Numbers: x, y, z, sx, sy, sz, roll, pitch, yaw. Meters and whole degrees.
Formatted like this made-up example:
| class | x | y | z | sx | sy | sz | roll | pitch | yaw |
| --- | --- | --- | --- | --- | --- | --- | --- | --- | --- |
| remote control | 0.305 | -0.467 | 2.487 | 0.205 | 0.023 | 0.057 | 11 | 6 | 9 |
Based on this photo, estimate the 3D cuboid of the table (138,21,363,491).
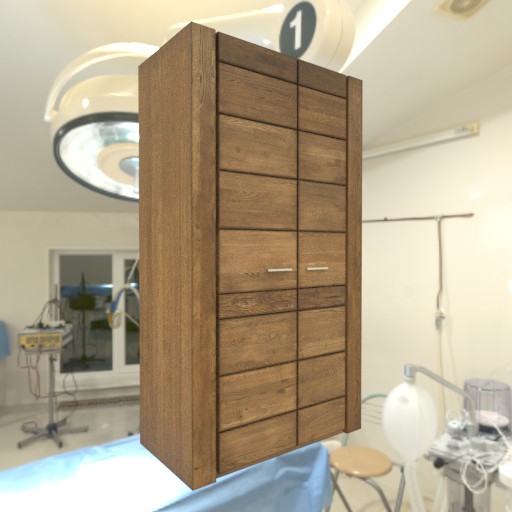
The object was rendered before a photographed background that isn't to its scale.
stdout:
| class | x | y | z | sx | sy | sz | roll | pitch | yaw |
| --- | --- | --- | --- | --- | --- | --- | --- | --- | --- |
| table | 0.000 | 0.000 | 2.439 | 1.100 | 2.000 | 0.600 | -1 | 1 | -37 |
